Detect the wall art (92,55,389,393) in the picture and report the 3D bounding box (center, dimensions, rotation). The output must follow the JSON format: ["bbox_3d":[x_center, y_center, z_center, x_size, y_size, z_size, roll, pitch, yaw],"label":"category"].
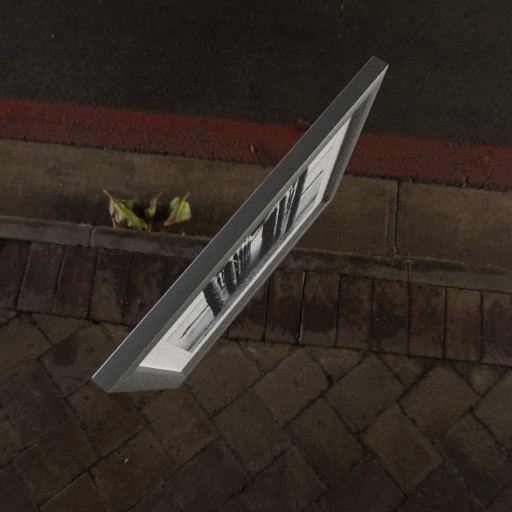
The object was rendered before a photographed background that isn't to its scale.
[{"bbox_3d":[0.000,0.000,0.773,0.028,0.457,0.556,38,77,10],"label":"wall art"}]
